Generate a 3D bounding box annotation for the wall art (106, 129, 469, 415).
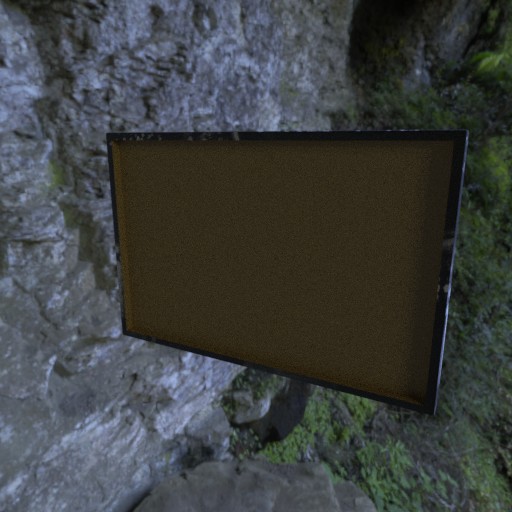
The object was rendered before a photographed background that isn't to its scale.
[{"bbox_3d":[0.000,0.000,0.751,0.609,0.406,0.037,8,17,26],"label":"wall art"}]
